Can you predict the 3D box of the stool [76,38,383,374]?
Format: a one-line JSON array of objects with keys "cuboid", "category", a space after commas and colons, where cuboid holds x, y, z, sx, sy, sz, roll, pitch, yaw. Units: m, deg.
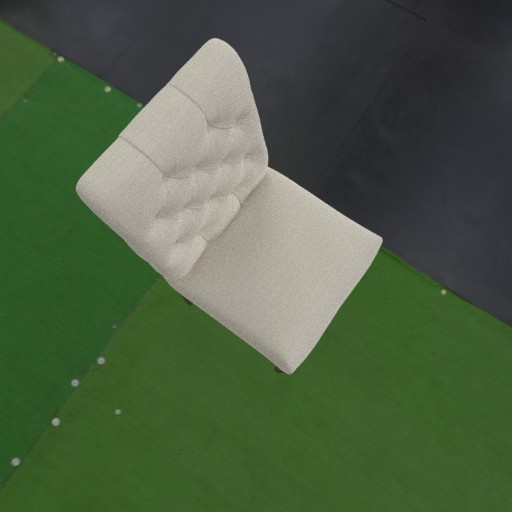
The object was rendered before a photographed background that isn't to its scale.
[{"cuboid": [0.000, 0.000, 1.415, 0.610, 1.118, 0.482, 35, 77, 9], "category": "stool"}]
